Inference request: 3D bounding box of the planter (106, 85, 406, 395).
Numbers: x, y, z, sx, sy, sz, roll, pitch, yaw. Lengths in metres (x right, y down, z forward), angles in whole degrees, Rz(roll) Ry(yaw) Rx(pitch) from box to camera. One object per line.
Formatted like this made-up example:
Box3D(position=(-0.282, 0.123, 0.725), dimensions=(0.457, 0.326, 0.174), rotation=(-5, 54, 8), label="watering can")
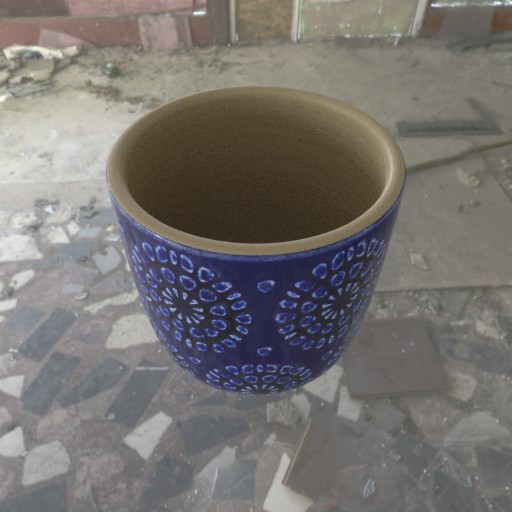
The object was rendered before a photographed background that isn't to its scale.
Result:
Box3D(position=(0.000, 0.000, 0.202), dimensions=(0.109, 0.112, 0.109), rotation=(0, 46, 0), label="planter")
